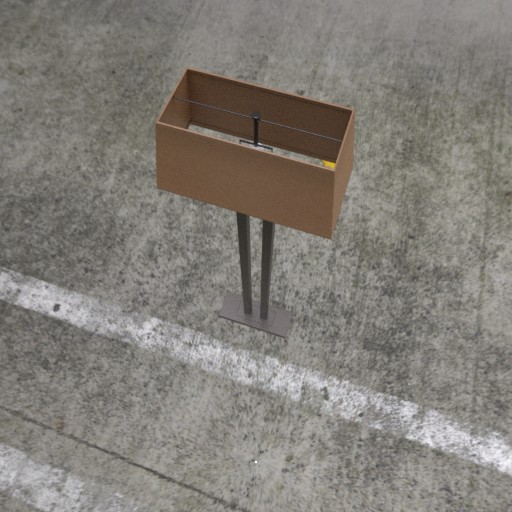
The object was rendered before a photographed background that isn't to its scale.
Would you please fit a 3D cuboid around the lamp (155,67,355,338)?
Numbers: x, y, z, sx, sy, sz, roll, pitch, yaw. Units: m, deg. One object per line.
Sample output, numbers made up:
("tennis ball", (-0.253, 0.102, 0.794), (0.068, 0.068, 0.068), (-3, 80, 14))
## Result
("lamp", (0.000, 0.000, 1.635), (0.475, 1.469, 0.233), (17, 66, 8))
